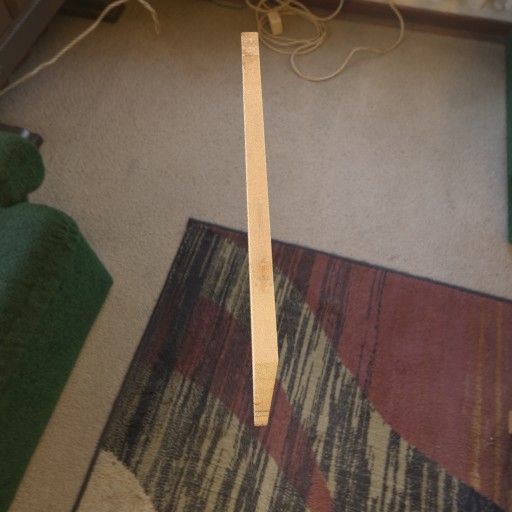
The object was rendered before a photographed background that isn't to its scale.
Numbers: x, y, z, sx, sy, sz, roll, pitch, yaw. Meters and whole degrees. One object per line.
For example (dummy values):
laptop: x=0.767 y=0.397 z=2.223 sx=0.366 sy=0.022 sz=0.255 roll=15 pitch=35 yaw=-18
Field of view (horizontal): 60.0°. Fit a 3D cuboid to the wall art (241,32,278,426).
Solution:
wall art: x=0.000 y=0.000 z=1.166 sx=0.038 sy=0.755 sz=0.753 roll=-2 pitch=62 yaw=-1
